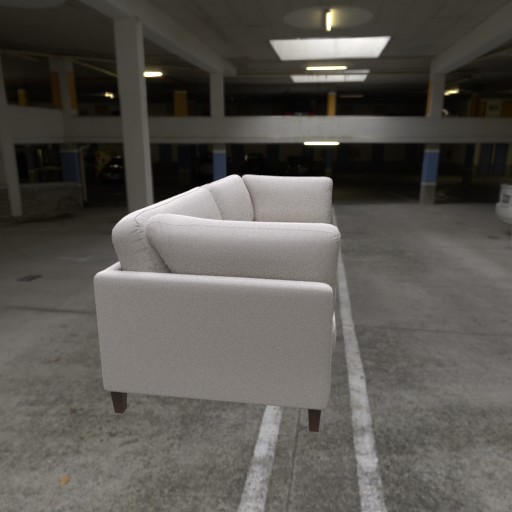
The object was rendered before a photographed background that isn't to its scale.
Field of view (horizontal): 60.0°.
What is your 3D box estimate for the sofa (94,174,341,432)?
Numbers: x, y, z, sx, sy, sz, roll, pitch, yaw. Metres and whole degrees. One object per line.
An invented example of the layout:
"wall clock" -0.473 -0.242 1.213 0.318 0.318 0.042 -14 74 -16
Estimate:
"sofa" 0.000 0.000 2.769 0.957 0.863 2.301 2 15 8
